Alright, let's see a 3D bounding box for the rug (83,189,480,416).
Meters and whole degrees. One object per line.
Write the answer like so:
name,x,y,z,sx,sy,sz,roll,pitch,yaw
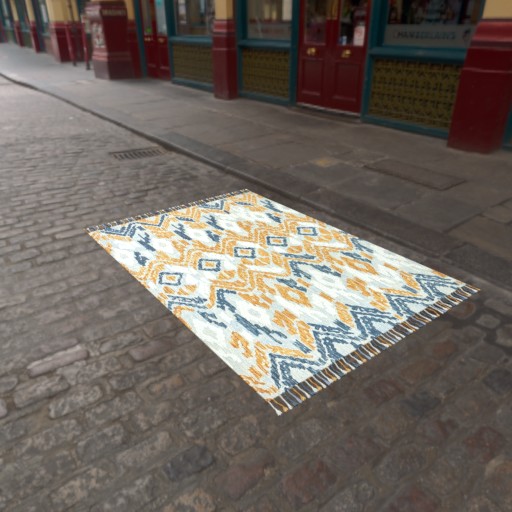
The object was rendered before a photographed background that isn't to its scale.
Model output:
rug,0.000,0.000,2.357,1.230,0.008,1.827,-20,33,-33
